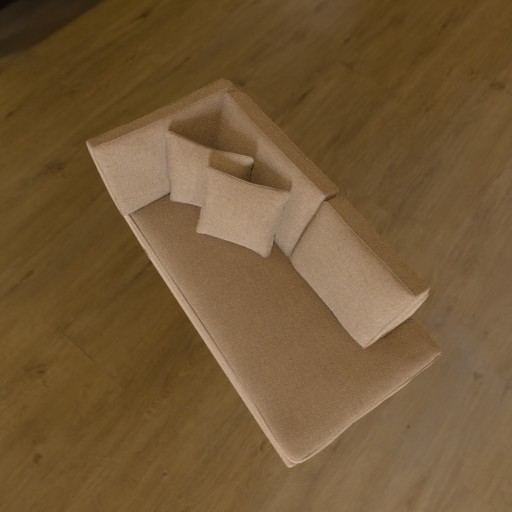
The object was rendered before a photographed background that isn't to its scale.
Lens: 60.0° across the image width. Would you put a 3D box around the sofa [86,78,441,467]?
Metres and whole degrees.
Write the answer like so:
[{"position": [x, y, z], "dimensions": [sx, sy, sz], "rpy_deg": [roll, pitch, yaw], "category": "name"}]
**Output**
[{"position": [0.000, 0.000, 2.786], "dimensions": [1.110, 1.019, 2.238], "rpy_deg": [-32, 67, -15], "category": "sofa"}]
